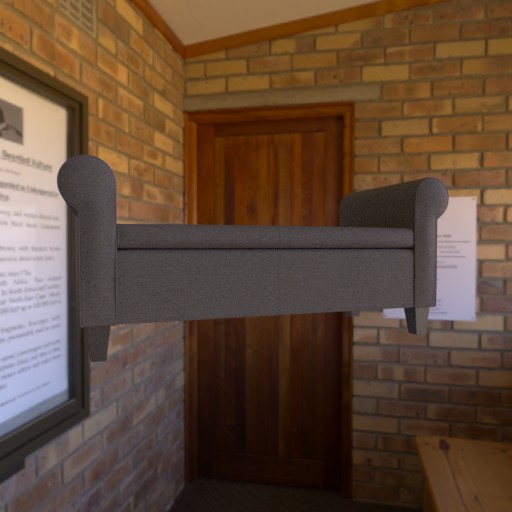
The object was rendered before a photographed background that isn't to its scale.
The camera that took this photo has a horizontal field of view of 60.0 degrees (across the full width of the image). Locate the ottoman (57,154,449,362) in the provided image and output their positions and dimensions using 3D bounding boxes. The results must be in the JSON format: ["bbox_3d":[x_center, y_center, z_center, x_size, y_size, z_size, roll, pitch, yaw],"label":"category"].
[{"bbox_3d":[0.000,0.000,1.576,1.256,0.547,0.521,0,1,-20],"label":"ottoman"}]
